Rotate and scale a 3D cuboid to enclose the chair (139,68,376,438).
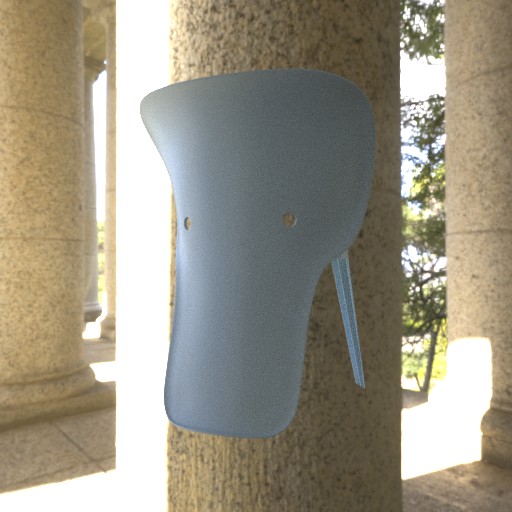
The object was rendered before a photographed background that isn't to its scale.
[{"bbox_3d":[0.000,0.000,0.858,0.451,0.554,0.402,0,-1,20],"label":"chair"}]
